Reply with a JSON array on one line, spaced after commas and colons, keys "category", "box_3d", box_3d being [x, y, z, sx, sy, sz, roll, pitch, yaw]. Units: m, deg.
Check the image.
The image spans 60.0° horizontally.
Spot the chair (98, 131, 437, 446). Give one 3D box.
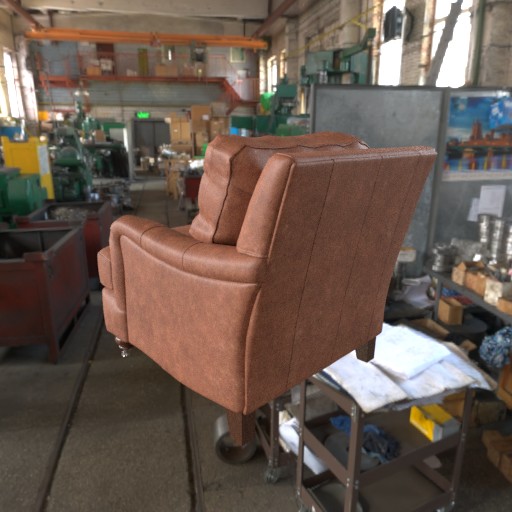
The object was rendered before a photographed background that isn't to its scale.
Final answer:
[{"category": "chair", "box_3d": [0.000, 0.000, 1.945, 1.158, 1.055, 0.986, 15, 22, 43]}]
